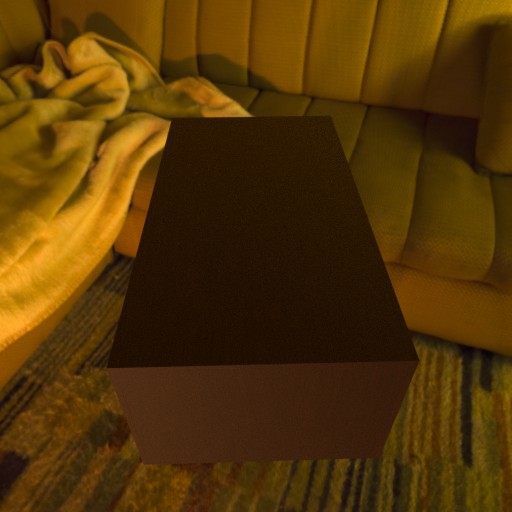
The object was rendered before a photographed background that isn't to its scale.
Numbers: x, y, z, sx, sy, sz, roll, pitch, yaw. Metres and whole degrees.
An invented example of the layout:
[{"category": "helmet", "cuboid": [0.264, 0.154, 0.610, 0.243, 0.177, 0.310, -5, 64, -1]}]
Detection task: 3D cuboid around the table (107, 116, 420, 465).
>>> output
[{"category": "table", "cuboid": [0.000, 0.000, 1.395, 0.597, 0.424, 1.099, -1, 42, -1]}]
